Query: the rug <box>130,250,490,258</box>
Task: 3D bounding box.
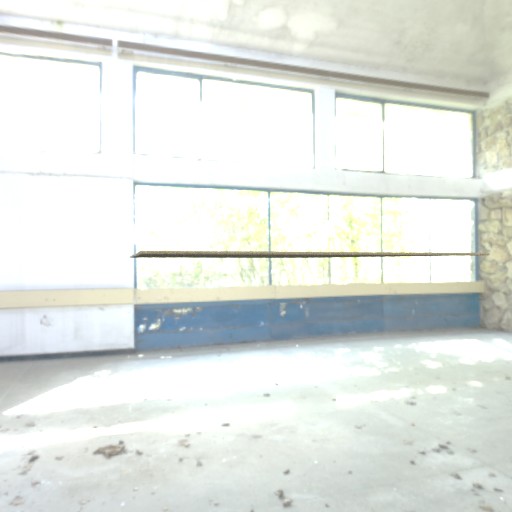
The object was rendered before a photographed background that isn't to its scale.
[{"bbox_3d":[0.000,0.000,2.306,1.240,0.010,1.824,0,-1,-17],"label":"rug"}]
